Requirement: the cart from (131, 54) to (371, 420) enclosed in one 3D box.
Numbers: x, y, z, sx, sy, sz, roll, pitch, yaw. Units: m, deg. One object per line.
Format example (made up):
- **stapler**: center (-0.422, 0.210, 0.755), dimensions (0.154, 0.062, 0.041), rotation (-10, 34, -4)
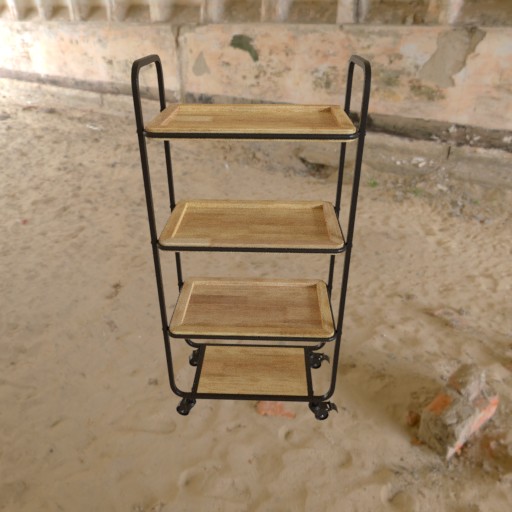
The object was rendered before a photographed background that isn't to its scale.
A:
- **cart**: center (0.000, 0.000, 1.317), dimensions (0.545, 1.080, 0.321), rotation (1, 29, 2)
